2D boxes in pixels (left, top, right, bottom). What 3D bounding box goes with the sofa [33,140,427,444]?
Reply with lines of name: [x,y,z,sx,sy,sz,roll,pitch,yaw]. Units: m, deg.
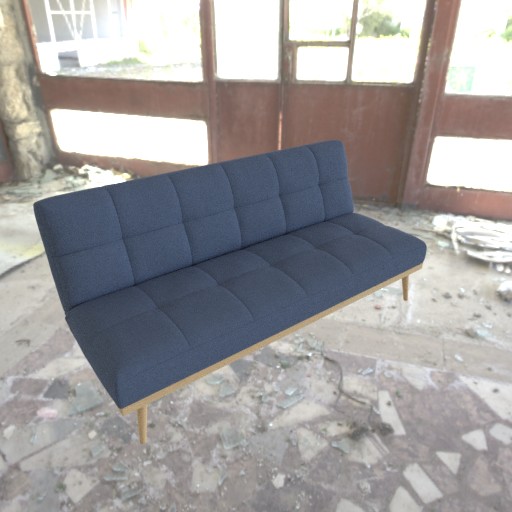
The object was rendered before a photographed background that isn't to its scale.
sofa: [0.000,0.000,2.221,1.800,0.800,0.796,-19,34,-32]
